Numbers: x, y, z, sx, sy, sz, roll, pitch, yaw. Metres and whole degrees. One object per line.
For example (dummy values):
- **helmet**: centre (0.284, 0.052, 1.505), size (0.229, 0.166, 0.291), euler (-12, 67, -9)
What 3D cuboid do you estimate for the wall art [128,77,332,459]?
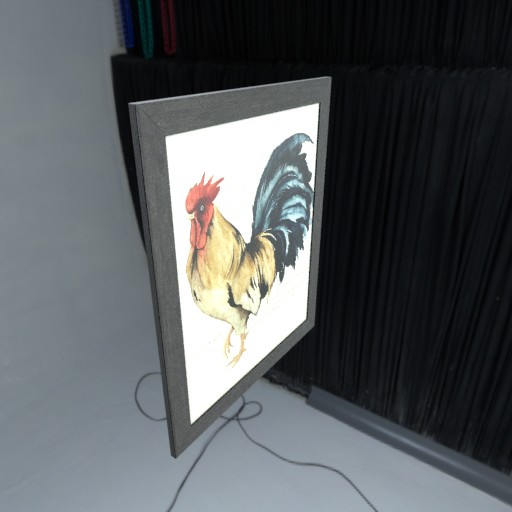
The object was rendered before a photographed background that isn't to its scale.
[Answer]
- **wall art**: centre (0.000, 0.000, 0.797), size (0.013, 0.570, 0.476), euler (18, 31, 32)
